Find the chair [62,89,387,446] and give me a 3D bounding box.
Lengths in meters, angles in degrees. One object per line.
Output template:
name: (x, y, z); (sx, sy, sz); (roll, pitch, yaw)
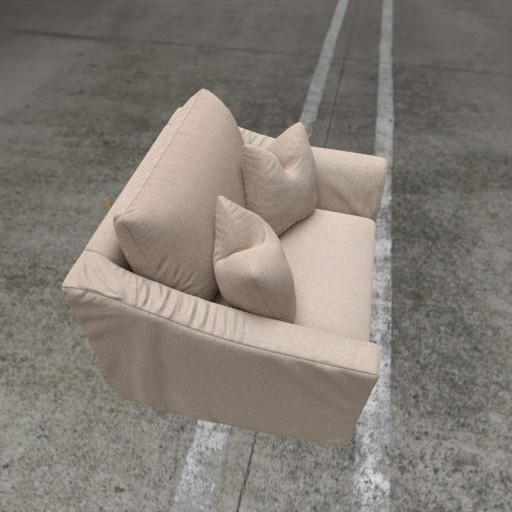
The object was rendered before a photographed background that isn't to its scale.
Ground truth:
chair: (0.000, 0.000, 1.985); (1.071, 1.093, 1.194); (9, 48, 8)
